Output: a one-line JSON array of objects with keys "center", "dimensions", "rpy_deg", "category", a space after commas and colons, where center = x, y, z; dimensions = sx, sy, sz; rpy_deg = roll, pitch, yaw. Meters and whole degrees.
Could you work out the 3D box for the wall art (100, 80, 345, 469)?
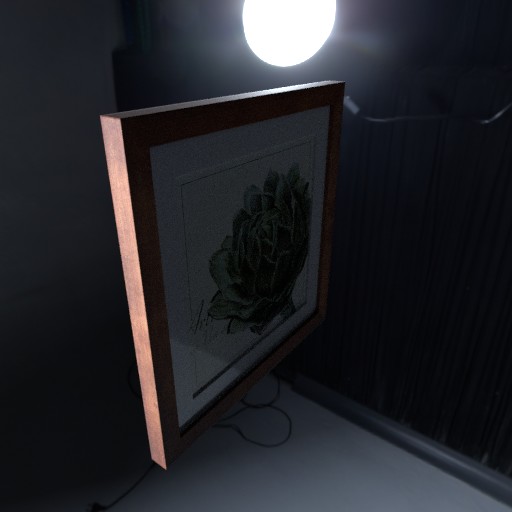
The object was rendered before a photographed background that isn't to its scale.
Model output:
[{"center": [0.000, 0.000, 0.827], "dimensions": [0.037, 0.572, 0.554], "rpy_deg": [18, 32, 32], "category": "wall art"}]
